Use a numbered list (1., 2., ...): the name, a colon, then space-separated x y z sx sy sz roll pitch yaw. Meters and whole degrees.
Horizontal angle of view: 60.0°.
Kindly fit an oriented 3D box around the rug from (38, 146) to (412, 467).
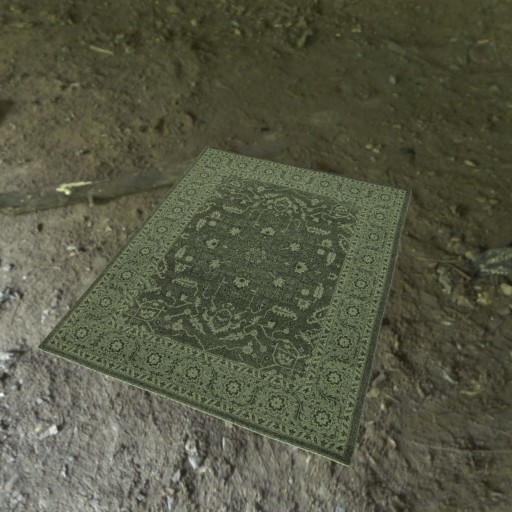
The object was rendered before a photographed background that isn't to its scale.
1. rug: 0.000 0.000 4.100 2.451 0.026 3.069 15 48 14
